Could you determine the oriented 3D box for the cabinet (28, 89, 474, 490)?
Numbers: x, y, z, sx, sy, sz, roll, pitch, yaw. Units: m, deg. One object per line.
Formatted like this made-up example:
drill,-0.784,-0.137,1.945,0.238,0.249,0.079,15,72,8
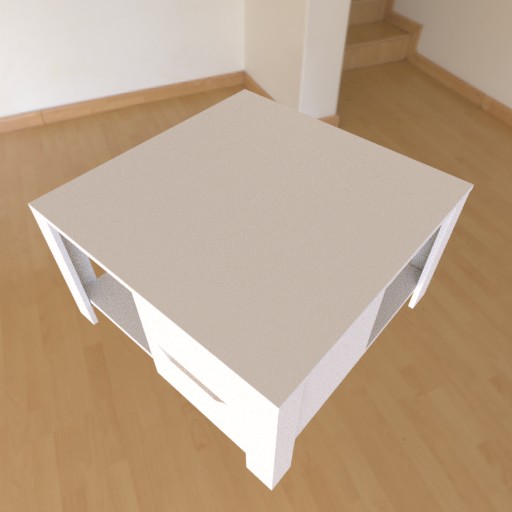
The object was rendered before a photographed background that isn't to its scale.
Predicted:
cabinet,0.000,0.000,1.288,0.800,0.460,0.800,32,55,27
